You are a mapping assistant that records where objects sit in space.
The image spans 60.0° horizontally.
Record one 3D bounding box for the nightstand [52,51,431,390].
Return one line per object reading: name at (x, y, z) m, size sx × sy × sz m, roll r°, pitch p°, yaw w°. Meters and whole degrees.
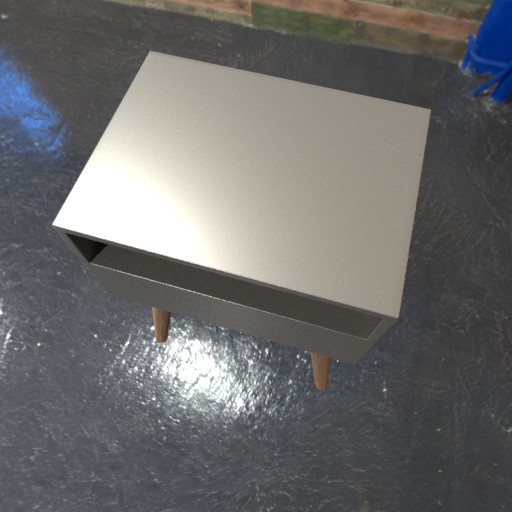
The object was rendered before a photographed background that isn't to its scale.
nightstand at (0.000, 0.000, 0.737) m, size 0.370 × 0.508 × 0.288 m, roll 15°, pitch 65°, yaw 7°
